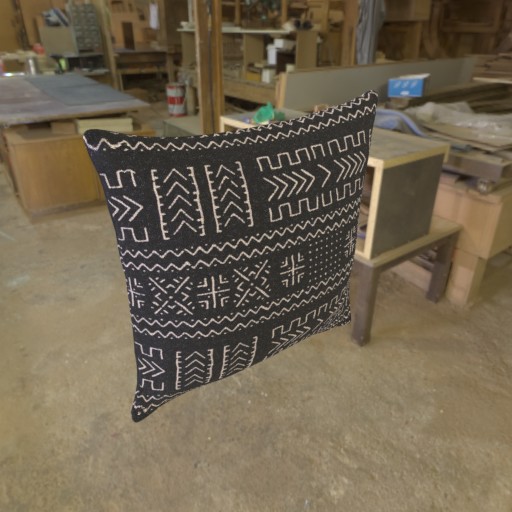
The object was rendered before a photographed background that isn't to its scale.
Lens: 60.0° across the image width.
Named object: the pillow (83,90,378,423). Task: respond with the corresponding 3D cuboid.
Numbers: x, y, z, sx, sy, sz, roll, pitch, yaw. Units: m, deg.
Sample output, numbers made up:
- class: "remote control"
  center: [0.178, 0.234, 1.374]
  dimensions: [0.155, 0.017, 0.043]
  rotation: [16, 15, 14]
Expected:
- class: "pillow"
  center: [0.000, 0.000, 0.656]
  dimensions: [0.438, 0.430, 0.164]
  rotation: [-18, 34, -29]
